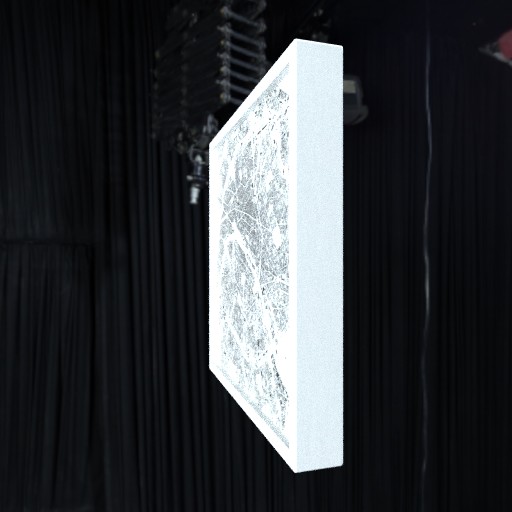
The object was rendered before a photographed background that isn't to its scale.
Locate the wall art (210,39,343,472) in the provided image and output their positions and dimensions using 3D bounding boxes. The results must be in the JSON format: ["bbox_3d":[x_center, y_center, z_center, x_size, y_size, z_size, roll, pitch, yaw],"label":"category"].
[{"bbox_3d":[0.000,0.000,0.461,0.038,0.305,0.305,0,0,-17],"label":"wall art"}]
